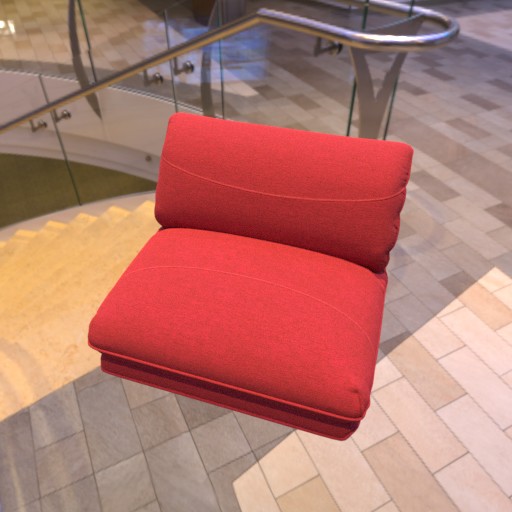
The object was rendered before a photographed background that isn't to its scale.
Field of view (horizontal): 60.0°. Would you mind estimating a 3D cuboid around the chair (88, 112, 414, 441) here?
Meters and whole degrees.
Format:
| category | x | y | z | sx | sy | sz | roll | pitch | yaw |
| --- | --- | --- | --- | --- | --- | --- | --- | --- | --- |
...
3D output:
| category | x | y | z | sx | sy | sz | roll | pitch | yaw |
| --- | --- | --- | --- | --- | --- | --- | --- | --- | --- |
| chair | 0.000 | 0.000 | 1.372 | 0.820 | 0.580 | 0.780 | 12 | 43 | 13 |
